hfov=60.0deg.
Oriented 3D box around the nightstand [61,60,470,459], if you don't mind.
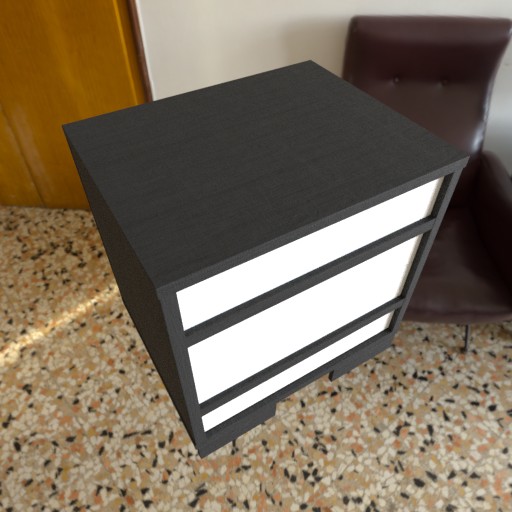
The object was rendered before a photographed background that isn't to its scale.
[{"bbox_3d":[0.000,0.000,0.751,0.427,0.448,0.347,-23,51,-21],"label":"nightstand"}]
